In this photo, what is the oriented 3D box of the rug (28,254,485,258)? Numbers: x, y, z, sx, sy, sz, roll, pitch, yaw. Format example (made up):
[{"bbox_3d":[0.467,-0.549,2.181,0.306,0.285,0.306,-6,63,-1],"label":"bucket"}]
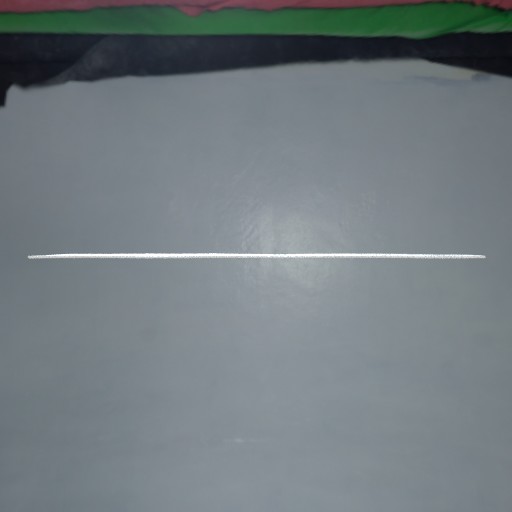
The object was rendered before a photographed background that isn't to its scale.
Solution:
[{"bbox_3d":[0.000,0.000,2.420,2.182,0.015,0.645,0,1,0],"label":"rug"}]
